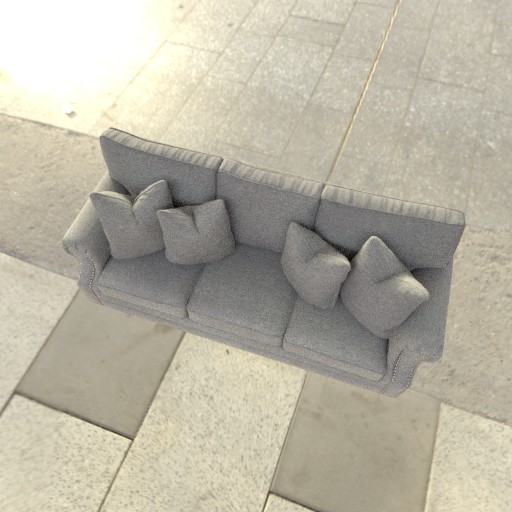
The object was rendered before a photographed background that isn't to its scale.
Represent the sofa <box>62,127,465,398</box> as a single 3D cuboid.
[{"bbox_3d":[0.000,0.000,2.788,2.312,0.975,0.965,16,59,10],"label":"sofa"}]
